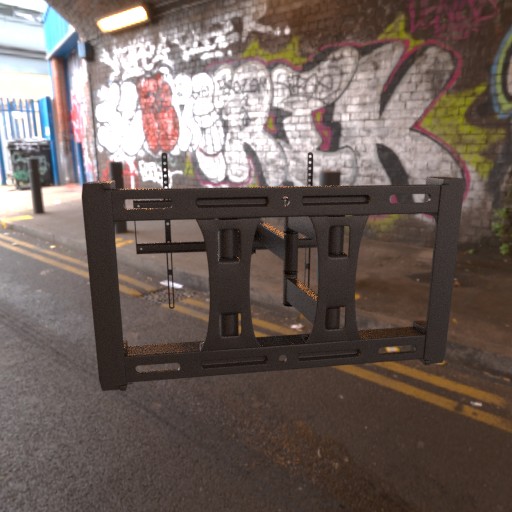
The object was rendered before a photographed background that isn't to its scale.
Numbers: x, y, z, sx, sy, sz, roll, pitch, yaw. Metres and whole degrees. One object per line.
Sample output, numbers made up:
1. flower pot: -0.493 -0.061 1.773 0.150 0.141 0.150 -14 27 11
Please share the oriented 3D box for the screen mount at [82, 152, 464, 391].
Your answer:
1. screen mount: 0.000 0.000 1.099 0.661 0.491 0.644 -2 14 -9
